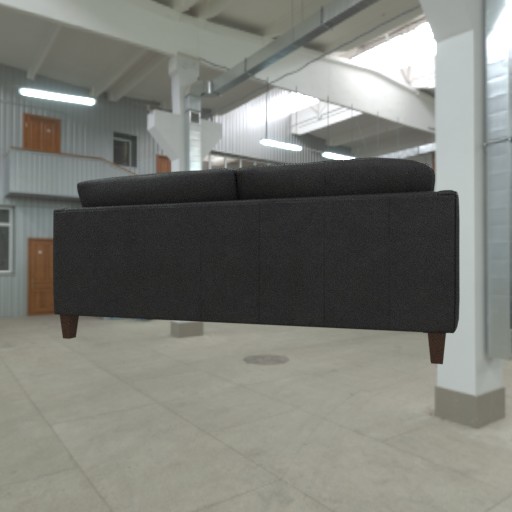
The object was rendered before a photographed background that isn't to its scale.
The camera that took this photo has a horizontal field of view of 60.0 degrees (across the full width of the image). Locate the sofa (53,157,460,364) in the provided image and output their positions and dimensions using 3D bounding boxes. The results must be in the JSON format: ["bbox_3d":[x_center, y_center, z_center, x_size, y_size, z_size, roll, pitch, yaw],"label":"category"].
[{"bbox_3d":[0.000,0.000,2.447,1.971,0.863,0.933,0,-1,19],"label":"sofa"}]
